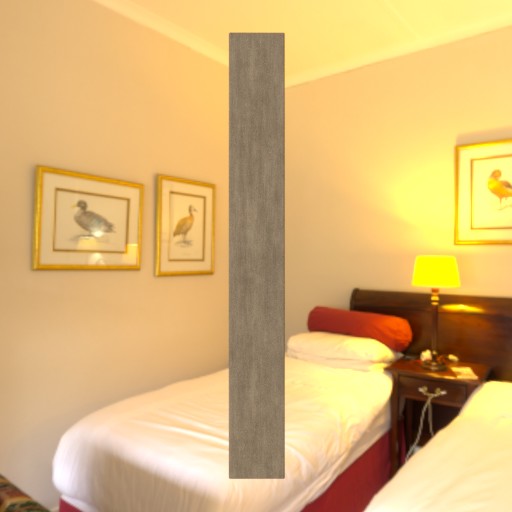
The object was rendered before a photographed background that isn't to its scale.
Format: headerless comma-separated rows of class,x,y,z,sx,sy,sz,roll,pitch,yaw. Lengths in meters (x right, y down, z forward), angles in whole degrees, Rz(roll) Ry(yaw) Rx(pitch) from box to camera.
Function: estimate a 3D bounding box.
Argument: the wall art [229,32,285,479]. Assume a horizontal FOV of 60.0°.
wall art,0.000,0.000,0.451,0.038,0.302,0.303,0,0,0
